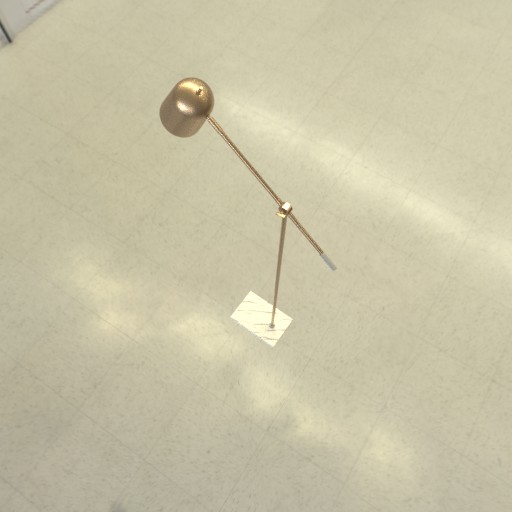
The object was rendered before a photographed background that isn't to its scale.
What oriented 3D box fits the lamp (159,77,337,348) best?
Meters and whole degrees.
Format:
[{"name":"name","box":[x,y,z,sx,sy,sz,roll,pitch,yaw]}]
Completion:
[{"name":"lamp","box":[0.000,0.000,1.810,0.653,1.594,0.194,33,69,14]}]
